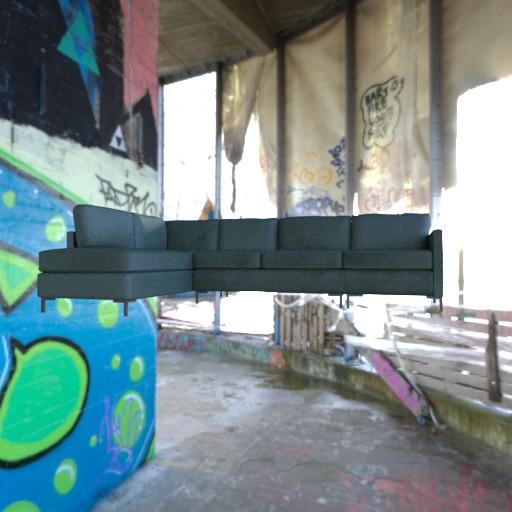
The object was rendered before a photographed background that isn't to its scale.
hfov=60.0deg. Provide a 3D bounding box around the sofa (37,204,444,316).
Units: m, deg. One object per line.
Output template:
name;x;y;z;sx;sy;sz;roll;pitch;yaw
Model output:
sofa;0.000;0.000;4.306;3.384;0.996;2.048;0;-1;18
